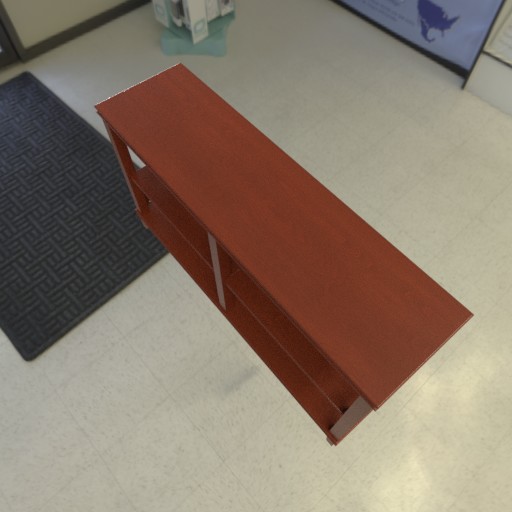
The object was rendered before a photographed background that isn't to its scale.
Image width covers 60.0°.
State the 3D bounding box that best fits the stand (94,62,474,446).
[{"bbox_3d":[0.000,0.000,1.719,0.381,0.762,1.372,-36,66,-19],"label":"stand"}]
